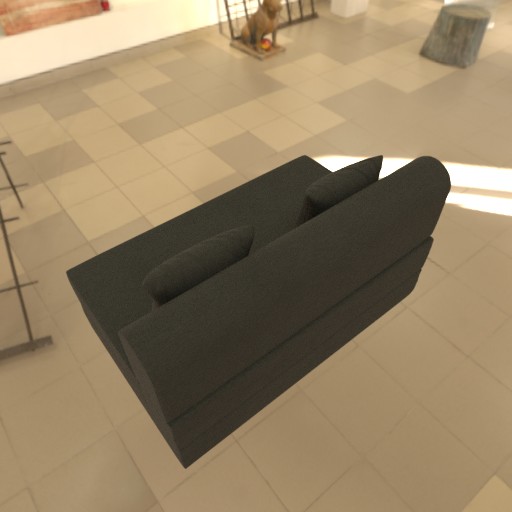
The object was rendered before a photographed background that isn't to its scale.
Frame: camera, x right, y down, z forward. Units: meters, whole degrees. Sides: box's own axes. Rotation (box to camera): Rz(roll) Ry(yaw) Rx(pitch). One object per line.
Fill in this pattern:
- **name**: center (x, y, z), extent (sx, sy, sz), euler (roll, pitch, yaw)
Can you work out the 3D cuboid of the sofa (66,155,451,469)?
- **sofa**: center (0.000, 0.000, 1.710), extent (1.225, 0.670, 0.762), euler (-30, 54, -25)
